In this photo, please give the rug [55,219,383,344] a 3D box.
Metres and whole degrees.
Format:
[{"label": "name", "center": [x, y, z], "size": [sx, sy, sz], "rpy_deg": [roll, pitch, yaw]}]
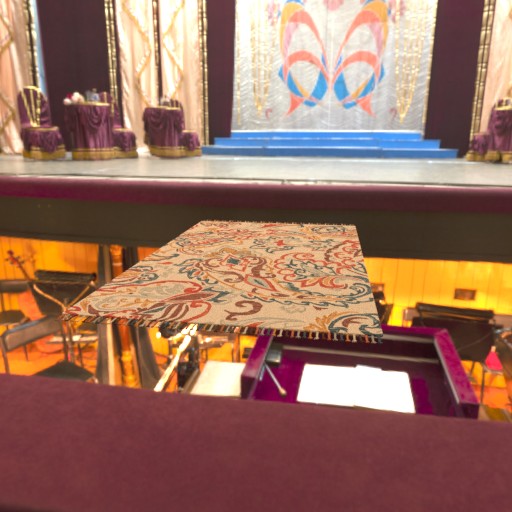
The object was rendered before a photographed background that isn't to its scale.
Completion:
[{"label": "rug", "center": [0.000, 0.000, 3.201], "size": [1.523, 0.010, 2.584], "rpy_deg": [2, 15, 9]}]
